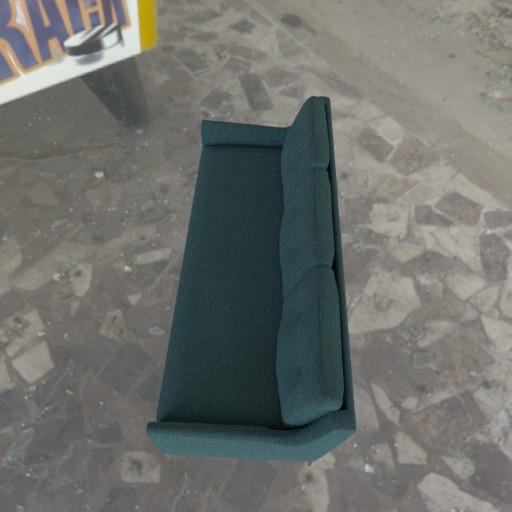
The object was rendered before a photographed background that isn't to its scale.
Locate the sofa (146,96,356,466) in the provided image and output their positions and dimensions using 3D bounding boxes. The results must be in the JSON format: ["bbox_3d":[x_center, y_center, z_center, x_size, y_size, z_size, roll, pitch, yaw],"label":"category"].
[{"bbox_3d":[0.000,0.000,2.513,0.849,0.837,2.060,2,55,2],"label":"sofa"}]
